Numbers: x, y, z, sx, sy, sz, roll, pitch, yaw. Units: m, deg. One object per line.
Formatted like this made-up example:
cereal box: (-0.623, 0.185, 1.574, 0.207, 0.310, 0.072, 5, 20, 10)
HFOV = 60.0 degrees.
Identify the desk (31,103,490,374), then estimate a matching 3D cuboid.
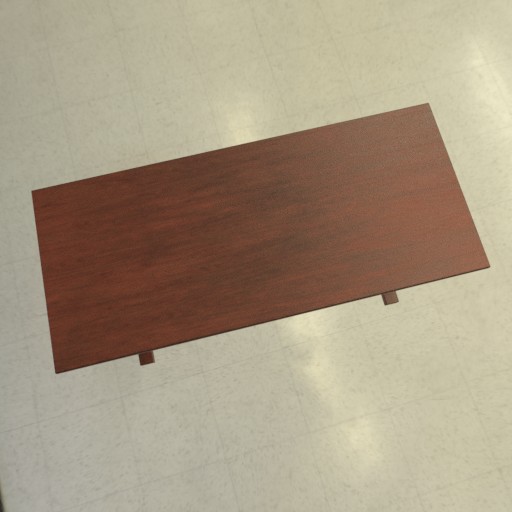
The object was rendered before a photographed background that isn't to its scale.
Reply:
desk: (0.000, 0.000, 1.790, 1.372, 0.761, 0.600, -13, 77, -3)
